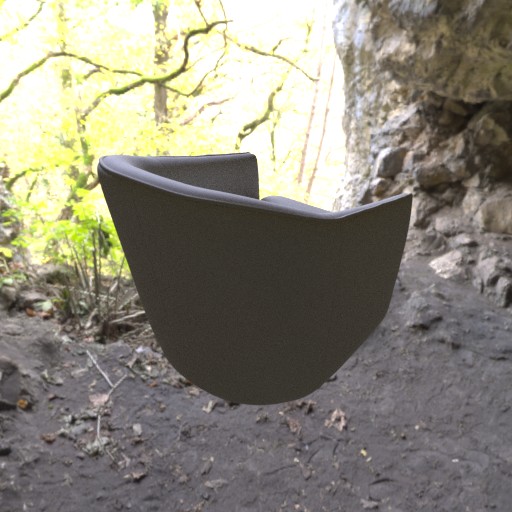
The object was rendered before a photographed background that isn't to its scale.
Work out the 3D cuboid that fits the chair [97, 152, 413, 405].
[{"bbox_3d":[0.000,0.000,1.469,0.747,0.799,0.875,22,38,32],"label":"chair"}]
